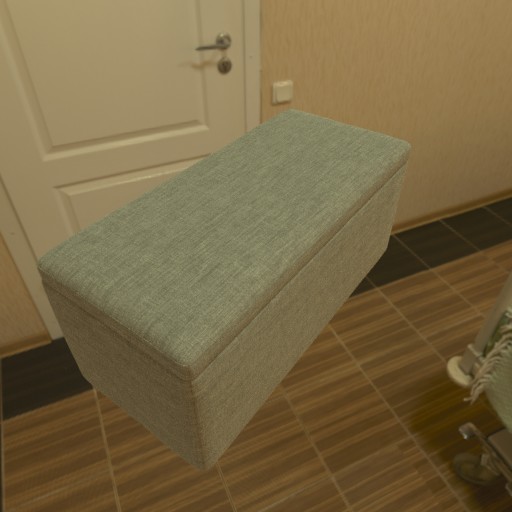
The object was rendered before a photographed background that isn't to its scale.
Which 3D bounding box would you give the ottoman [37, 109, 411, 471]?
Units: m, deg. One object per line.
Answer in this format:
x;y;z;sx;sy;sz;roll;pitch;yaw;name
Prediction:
0.000;0.000;1.130;0.419;0.432;0.902;26;47;27;ottoman
